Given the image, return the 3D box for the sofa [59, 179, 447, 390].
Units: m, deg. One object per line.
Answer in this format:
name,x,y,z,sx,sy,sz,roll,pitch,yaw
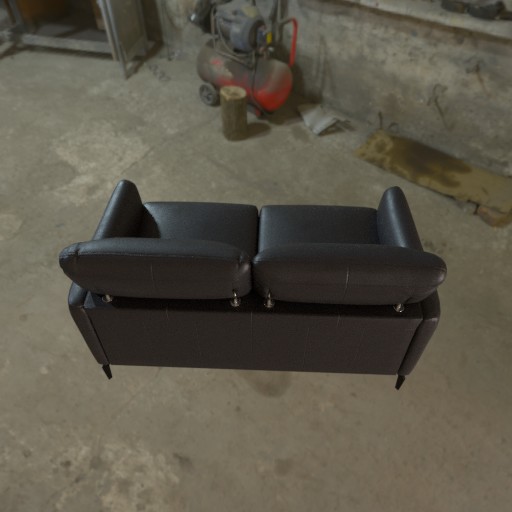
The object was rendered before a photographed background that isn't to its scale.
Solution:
sofa,0.000,0.000,2.193,1.596,0.920,0.958,2,48,2
